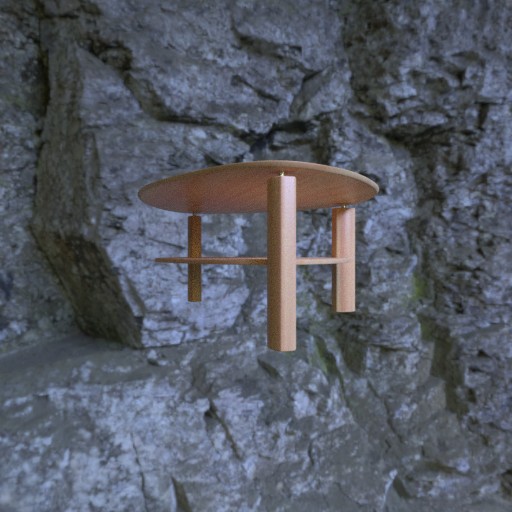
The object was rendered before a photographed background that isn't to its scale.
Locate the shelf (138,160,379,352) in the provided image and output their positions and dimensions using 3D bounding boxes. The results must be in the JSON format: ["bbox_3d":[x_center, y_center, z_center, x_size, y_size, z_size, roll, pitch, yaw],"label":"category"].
[{"bbox_3d":[0.000,0.000,1.641,0.845,0.440,1.246,0,0,-19],"label":"shelf"}]
